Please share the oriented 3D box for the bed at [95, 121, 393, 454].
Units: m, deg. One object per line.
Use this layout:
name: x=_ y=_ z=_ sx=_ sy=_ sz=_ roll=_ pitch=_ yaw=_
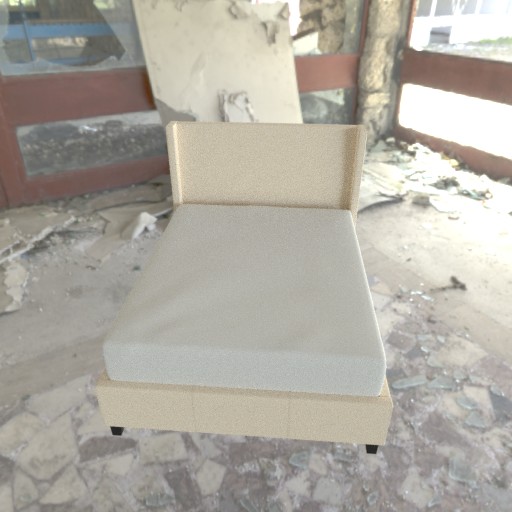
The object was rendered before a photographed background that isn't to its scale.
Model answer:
bed: x=0.000 y=0.000 z=3.414 sx=1.765 sy=1.471 sz=2.280 roll=2 pitch=31 yaw=4
